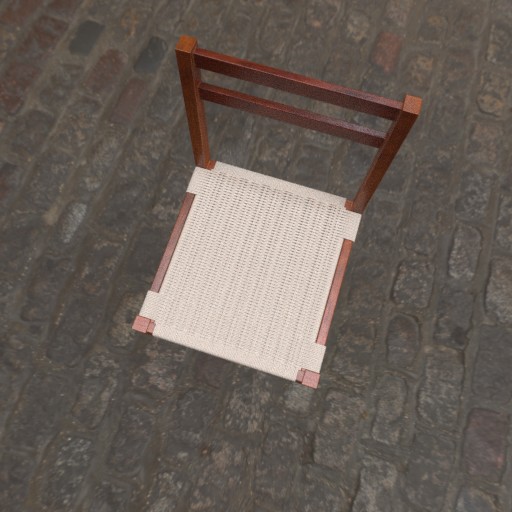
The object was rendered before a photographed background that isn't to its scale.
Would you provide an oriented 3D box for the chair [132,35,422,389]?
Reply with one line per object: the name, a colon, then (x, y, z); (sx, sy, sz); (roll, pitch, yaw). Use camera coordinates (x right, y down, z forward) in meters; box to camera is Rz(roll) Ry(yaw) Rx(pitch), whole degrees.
chair: (0.000, 0.000, 1.202); (0.495, 0.851, 0.569); (17, 76, 4)
